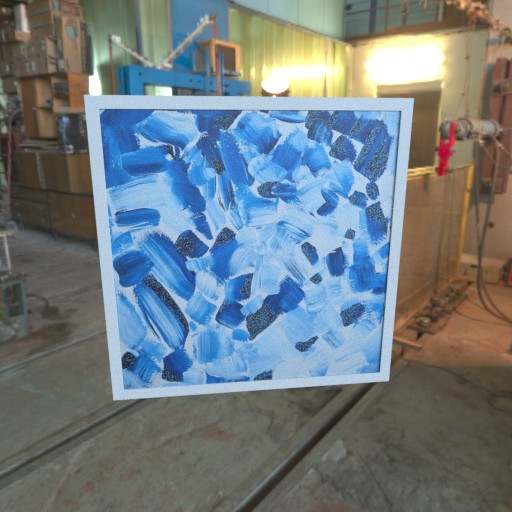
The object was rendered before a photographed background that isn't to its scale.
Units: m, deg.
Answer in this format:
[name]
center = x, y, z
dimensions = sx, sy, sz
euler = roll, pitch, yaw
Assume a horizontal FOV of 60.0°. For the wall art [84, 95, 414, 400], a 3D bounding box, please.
[wall art]
center = 0.000, 0.000, 1.198
dimensions = 0.812, 0.812, 0.015
euler = -2, 15, -7
